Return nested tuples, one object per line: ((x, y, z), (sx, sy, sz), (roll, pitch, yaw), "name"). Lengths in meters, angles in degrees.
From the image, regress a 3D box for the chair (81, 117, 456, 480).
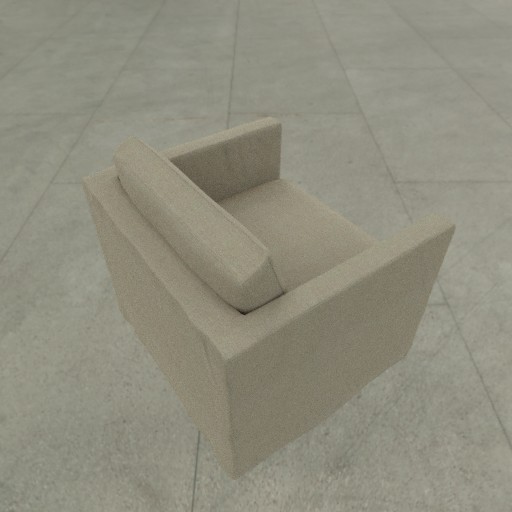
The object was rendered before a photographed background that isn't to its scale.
((0.000, 0.000, 1.750), (0.949, 0.863, 1.057), (-26, 48, -26), "chair")
